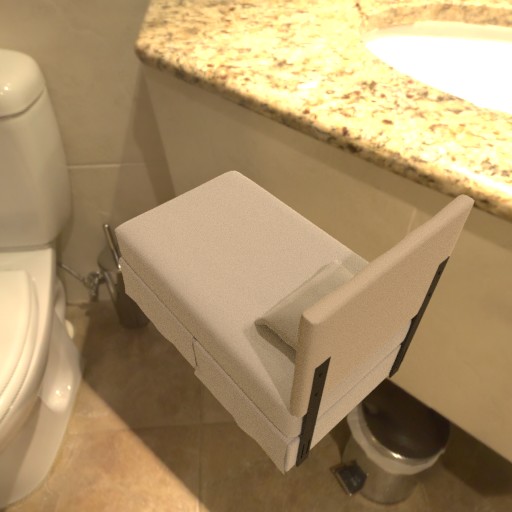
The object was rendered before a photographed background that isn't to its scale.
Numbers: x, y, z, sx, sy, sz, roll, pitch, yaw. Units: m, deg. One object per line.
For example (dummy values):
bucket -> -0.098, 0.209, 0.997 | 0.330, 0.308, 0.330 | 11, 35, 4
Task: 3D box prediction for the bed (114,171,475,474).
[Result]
bed -> 0.000, 0.000, 2.969 | 1.261, 1.571, 1.997 | -32, 54, -27
